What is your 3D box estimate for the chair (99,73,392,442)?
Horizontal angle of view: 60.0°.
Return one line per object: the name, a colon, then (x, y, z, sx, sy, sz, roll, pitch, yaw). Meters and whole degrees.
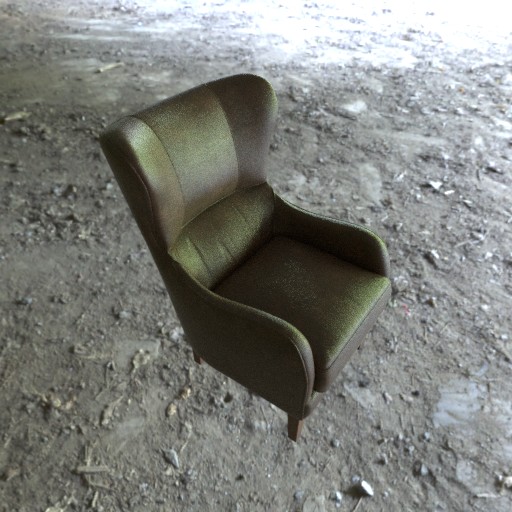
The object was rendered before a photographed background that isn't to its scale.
chair: (0.000, 0.000, 1.632, 0.914, 1.048, 0.692, 26, 47, 27)
